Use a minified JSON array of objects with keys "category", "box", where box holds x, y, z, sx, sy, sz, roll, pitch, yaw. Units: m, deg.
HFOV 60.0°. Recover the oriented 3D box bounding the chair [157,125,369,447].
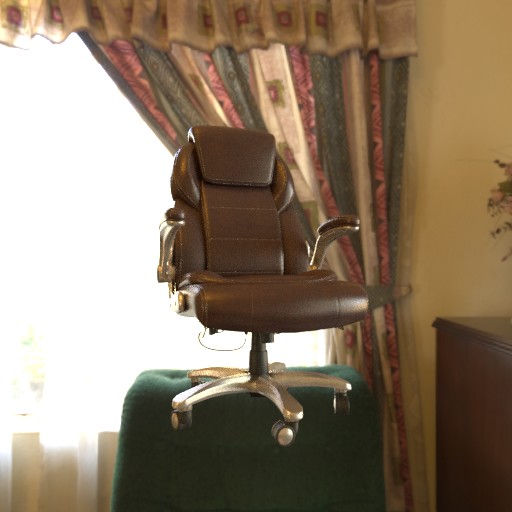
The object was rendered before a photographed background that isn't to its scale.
[{"category":"chair","box":[0.000,0.000,1.700,0.733,1.160,0.774,0,-1,-20]}]
